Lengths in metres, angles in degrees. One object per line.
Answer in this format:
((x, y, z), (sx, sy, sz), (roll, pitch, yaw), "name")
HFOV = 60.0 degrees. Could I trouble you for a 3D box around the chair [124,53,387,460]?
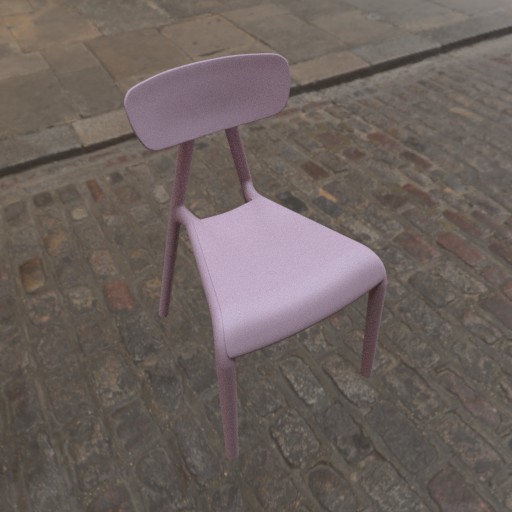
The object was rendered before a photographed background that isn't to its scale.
((0.000, 0.000, 0.814), (0.356, 0.580, 0.401), (-23, 50, -21), "chair")
